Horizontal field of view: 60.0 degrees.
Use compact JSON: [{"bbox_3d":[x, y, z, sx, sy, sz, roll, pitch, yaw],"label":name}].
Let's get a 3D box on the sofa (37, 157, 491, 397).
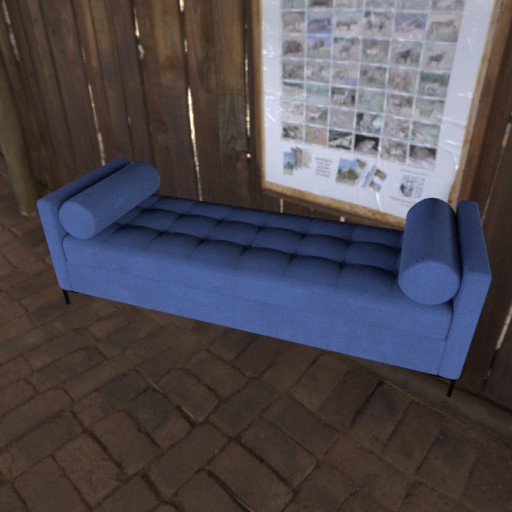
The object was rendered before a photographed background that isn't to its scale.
[{"bbox_3d":[0.000,0.000,2.246,1.981,0.635,0.686,10,32,16],"label":"sofa"}]
